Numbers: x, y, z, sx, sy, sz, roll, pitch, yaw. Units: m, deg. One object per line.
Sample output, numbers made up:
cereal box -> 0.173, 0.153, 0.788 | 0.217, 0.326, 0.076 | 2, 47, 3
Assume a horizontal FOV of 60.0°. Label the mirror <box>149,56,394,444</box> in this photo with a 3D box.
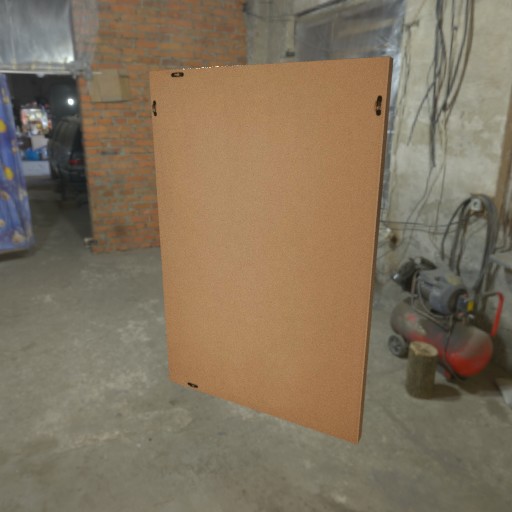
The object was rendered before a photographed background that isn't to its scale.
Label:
mirror -> 0.000, 0.000, 1.151 | 0.609, 0.915, 0.041 | 9, 20, 27
